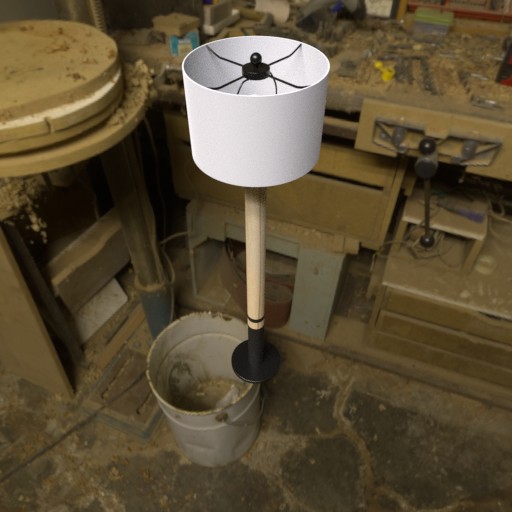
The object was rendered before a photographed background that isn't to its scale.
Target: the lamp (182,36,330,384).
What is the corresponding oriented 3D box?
[{"bbox_3d":[0.000,0.000,1.658,0.381,1.478,0.381,17,48,16],"label":"lamp"}]
